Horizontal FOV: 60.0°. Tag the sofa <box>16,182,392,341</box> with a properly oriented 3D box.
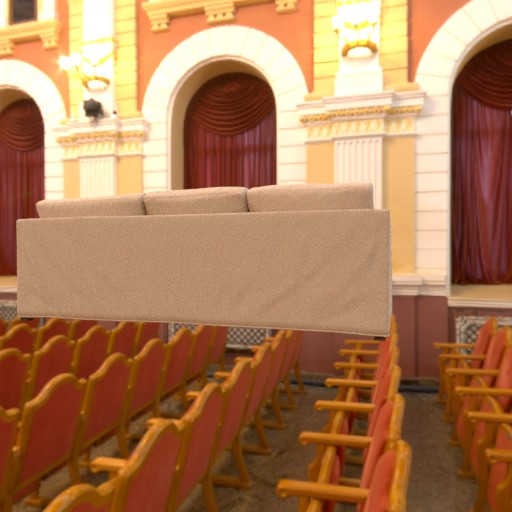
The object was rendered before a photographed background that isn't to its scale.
[{"bbox_3d":[0.000,0.000,4.132,2.432,0.871,3.182,0,0,17],"label":"sofa"}]
